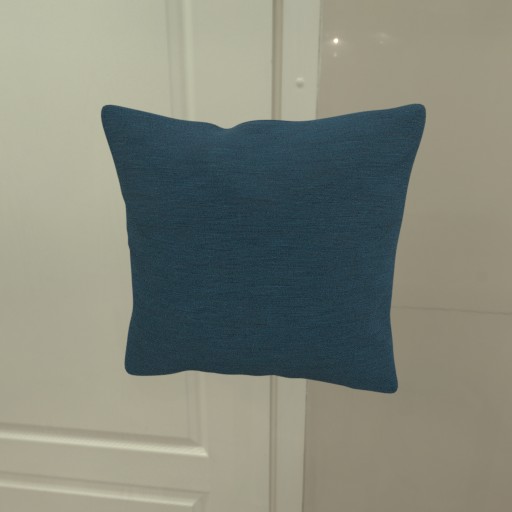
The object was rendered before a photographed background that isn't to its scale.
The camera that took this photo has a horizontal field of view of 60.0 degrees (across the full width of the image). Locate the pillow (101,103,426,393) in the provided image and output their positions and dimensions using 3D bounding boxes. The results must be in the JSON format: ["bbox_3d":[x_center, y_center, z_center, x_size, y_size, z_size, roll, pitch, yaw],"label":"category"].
[{"bbox_3d":[0.000,0.000,0.646,0.437,0.420,0.177,2,17,7],"label":"pillow"}]
